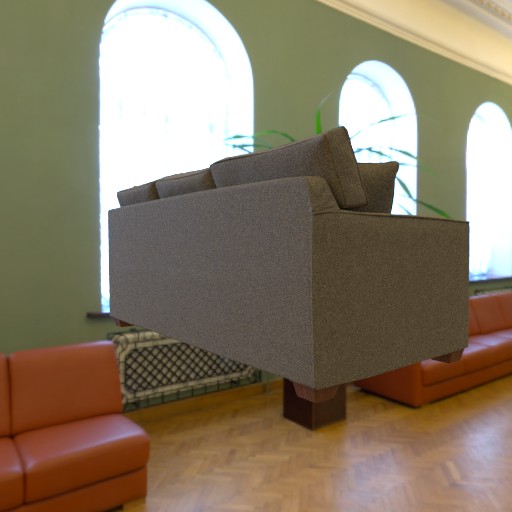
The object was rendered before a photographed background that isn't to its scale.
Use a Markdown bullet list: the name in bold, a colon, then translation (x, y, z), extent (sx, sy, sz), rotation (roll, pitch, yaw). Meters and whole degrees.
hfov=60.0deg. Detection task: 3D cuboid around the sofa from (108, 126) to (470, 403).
- **sofa**: translation (0.000, 0.000, 2.498), extent (1.034, 0.946, 1.963), rotation (-1, 1, -37)
